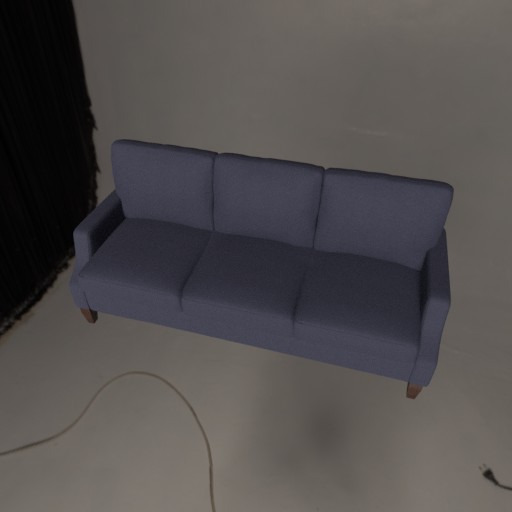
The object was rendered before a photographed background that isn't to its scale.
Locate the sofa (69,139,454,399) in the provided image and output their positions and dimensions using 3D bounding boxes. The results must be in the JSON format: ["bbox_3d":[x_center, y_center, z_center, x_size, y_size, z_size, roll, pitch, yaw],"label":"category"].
[{"bbox_3d":[0.000,0.000,2.631,2.115,0.984,0.888,10,41,12],"label":"sofa"}]
